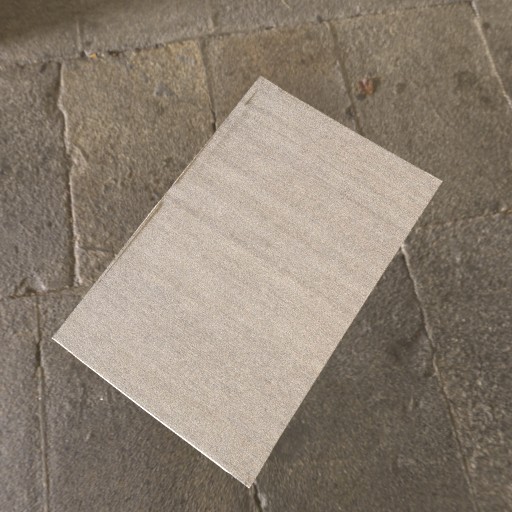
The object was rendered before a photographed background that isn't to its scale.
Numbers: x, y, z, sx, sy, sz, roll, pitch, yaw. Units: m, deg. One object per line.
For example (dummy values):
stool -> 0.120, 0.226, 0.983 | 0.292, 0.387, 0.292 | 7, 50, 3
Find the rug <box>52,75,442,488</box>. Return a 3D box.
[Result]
rug -> 0.000, 0.000, 2.267 | 1.179, 0.022, 1.820 | 34, 78, 8
